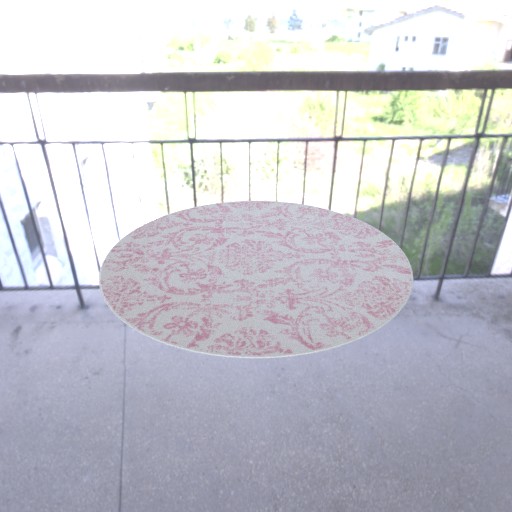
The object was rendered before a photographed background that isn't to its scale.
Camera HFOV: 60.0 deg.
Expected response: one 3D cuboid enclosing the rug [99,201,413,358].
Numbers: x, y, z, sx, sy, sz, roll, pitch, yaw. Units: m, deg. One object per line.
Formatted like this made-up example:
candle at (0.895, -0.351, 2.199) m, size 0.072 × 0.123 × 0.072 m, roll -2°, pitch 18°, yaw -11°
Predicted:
rug at (0.000, 0.000, 2.351) m, size 1.593 × 0.012 × 1.593 m, roll 0°, pitch 28°, yaw 0°
